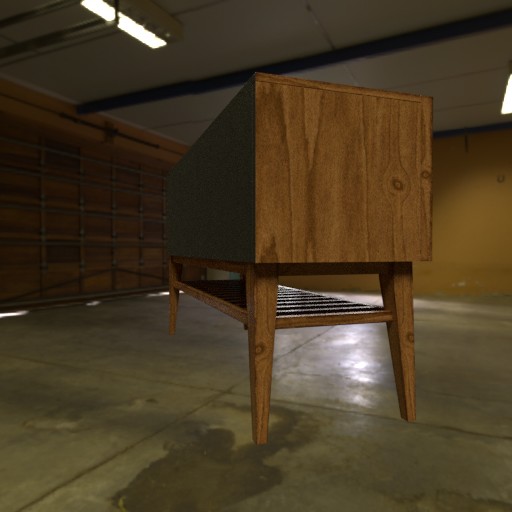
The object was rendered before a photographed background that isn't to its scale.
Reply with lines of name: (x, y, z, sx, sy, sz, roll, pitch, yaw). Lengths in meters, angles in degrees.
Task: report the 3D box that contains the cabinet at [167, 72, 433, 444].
cabinet: (0.000, 0.000, 1.669, 0.477, 0.802, 1.363, 0, 1, -19)
